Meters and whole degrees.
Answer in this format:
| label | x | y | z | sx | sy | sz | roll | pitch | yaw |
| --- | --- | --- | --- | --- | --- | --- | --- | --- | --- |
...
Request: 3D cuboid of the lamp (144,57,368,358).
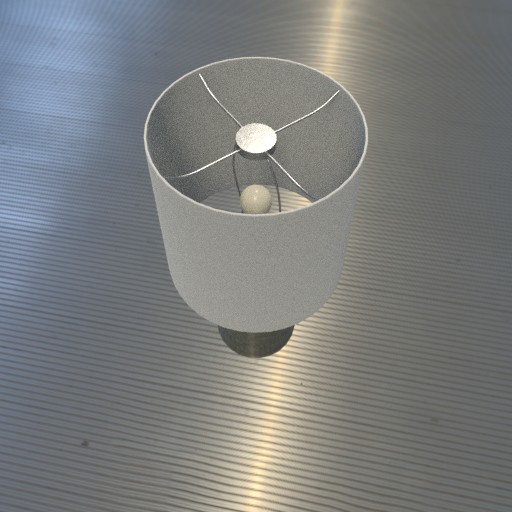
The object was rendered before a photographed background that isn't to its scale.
| label | x | y | z | sx | sy | sz | roll | pitch | yaw |
| --- | --- | --- | --- | --- | --- | --- | --- | --- | --- |
| lamp | 0.000 | 0.000 | 0.484 | 0.186 | 0.369 | 0.186 | 0 | 59 | 0 |
